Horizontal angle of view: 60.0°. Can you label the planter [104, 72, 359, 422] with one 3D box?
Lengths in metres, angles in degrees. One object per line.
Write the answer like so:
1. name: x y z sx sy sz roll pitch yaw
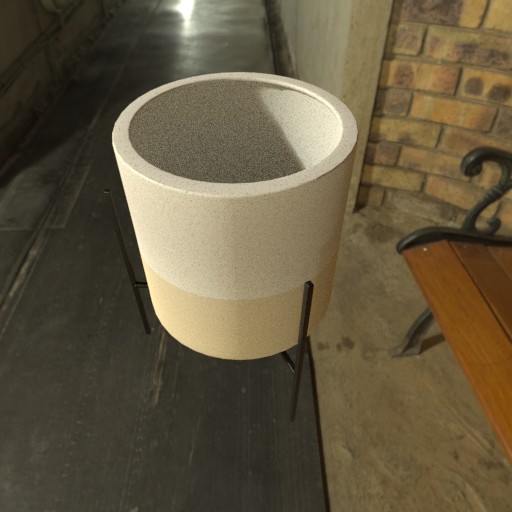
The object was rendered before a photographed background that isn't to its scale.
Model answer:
1. planter: 0.000 0.000 0.554 0.263 0.362 0.267 -30 52 -26
